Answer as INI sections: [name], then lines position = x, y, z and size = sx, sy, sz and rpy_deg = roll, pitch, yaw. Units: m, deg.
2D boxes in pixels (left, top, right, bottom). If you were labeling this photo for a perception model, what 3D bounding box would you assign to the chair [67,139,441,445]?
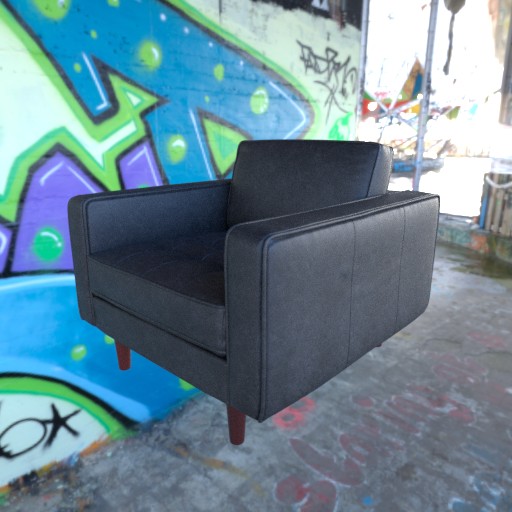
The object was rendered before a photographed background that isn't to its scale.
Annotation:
[chair]
position = 0.000, 0.000, 1.509
size = 0.889, 0.763, 0.914
rpy_deg = 14, 21, 41
